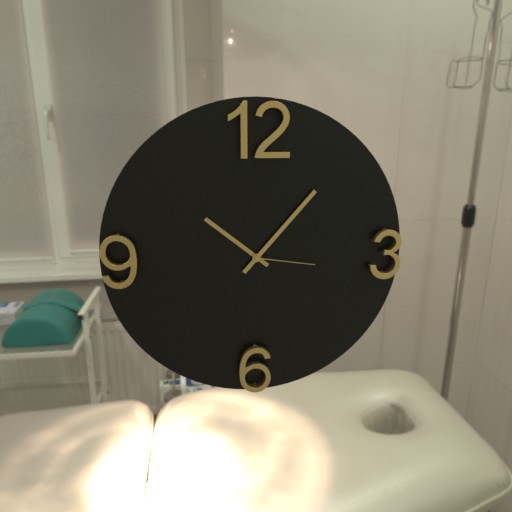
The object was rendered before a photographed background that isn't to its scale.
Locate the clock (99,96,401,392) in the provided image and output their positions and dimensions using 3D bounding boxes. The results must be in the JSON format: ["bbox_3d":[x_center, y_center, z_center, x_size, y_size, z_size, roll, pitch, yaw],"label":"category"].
[{"bbox_3d":[0.000,0.000,0.669,0.454,0.454,0.038,-2,16,-8],"label":"clock"}]
